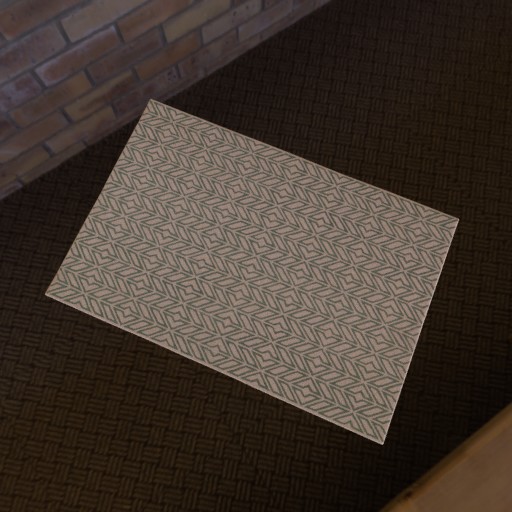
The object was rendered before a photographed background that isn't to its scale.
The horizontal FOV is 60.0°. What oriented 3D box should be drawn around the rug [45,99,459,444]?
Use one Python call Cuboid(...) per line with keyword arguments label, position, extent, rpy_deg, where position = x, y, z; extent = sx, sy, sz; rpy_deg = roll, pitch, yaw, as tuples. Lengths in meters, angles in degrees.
Cuboid(label="rug", position=(0.000, 0.000, 2.314), extent=(1.828, 0.007, 1.220), rpy_deg=(23, 78, 5))
